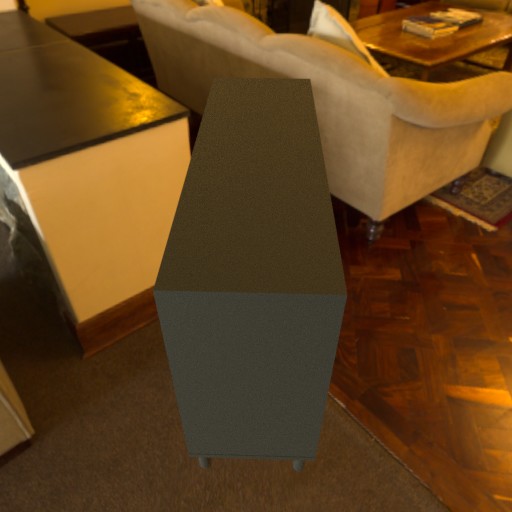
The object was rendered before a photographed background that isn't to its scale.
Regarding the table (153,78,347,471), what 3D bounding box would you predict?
[{"bbox_3d":[0.000,0.000,1.617,0.400,0.855,1.200,1,41,1],"label":"table"}]
